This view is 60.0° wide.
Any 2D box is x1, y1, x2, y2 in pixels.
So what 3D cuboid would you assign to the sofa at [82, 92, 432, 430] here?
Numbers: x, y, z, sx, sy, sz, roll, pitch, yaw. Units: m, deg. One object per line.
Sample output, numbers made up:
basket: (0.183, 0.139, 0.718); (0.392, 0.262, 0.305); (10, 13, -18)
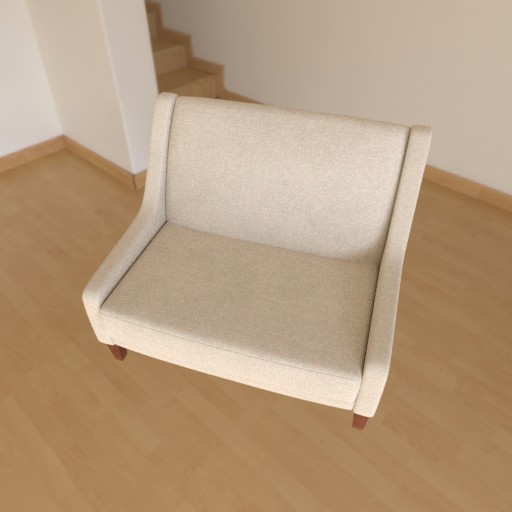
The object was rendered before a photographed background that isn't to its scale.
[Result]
sofa: (0.000, 0.000, 1.909); (1.212, 0.976, 0.946); (12, 43, 13)
